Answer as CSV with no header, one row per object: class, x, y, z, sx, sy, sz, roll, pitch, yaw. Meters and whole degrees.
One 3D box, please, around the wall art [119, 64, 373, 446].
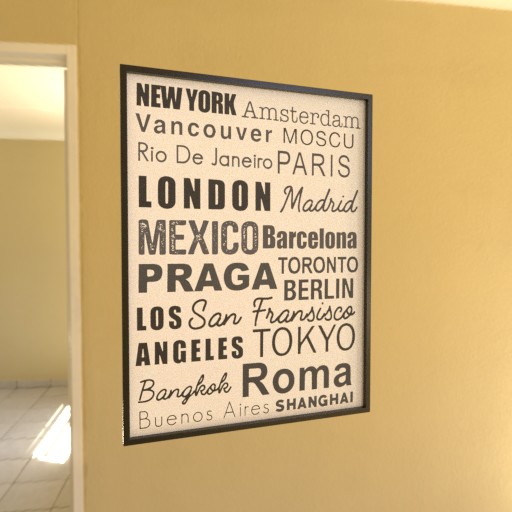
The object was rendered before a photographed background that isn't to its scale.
wall art,0.000,0.000,1.356,0.788,1.046,0.043,-1,2,-18
